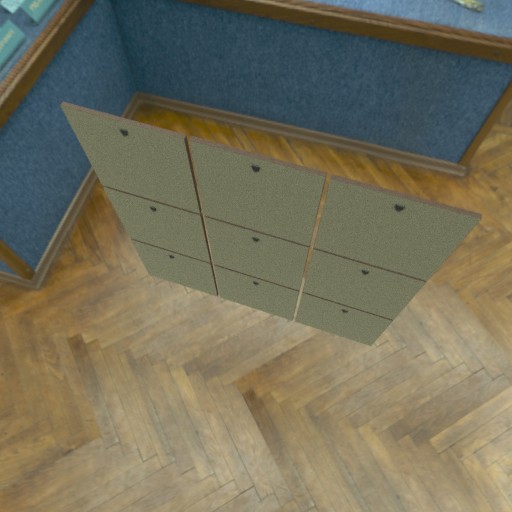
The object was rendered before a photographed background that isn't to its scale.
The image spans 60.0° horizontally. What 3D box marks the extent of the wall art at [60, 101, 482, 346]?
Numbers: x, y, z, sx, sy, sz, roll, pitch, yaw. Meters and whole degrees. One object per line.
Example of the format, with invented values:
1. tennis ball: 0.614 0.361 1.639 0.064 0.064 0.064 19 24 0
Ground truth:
1. wall art: 0.000 0.000 1.312 0.906 0.904 0.018 17 65 8
